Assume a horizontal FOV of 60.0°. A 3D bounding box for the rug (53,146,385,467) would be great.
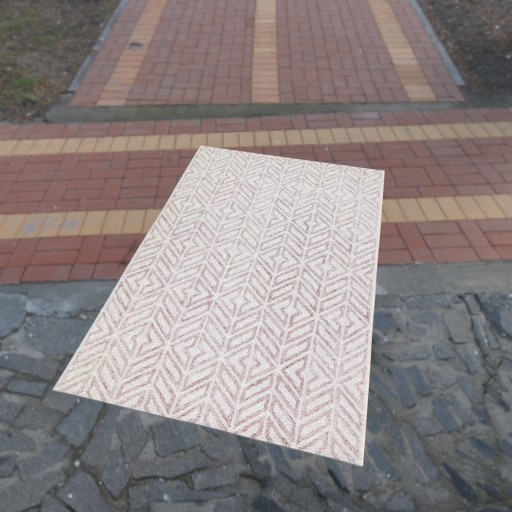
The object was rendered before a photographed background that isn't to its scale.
[{"bbox_3d":[0.000,0.000,2.276,1.220,0.007,1.828,10,47,9],"label":"rug"}]
